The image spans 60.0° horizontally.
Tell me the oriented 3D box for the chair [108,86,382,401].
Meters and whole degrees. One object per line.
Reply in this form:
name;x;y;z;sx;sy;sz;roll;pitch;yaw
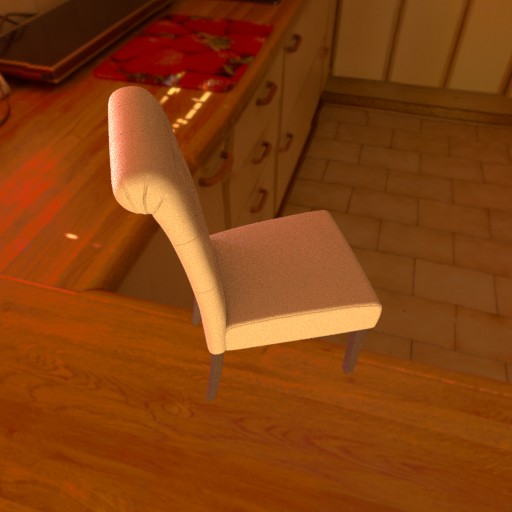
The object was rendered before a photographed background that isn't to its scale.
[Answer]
chair;0.000;0.000;1.368;0.671;1.006;0.456;-10;47;-10
